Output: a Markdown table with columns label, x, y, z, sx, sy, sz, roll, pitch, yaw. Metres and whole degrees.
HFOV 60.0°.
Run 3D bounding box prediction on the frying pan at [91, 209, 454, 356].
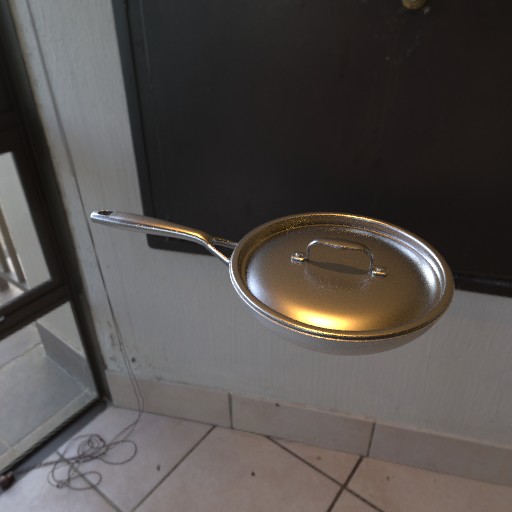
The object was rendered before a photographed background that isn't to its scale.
| label | x | y | z | sx | sy | sz | roll | pitch | yaw |
| --- | --- | --- | --- | --- | --- | --- | --- | --- | --- |
| frying pan | 0.000 | 0.000 | 0.589 | 0.490 | 0.086 | 0.272 | 10 | 34 | 16 |
